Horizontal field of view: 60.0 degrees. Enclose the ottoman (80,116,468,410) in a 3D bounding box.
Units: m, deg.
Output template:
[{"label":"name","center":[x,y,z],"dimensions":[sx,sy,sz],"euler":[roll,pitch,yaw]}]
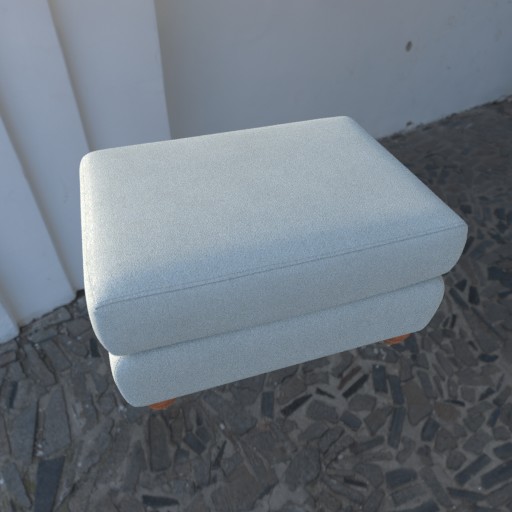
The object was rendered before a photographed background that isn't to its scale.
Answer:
[{"label":"ottoman","center":[0.000,0.000,1.133],"dimensions":[0.773,0.499,0.569],"euler":[-12,43,-13]}]
